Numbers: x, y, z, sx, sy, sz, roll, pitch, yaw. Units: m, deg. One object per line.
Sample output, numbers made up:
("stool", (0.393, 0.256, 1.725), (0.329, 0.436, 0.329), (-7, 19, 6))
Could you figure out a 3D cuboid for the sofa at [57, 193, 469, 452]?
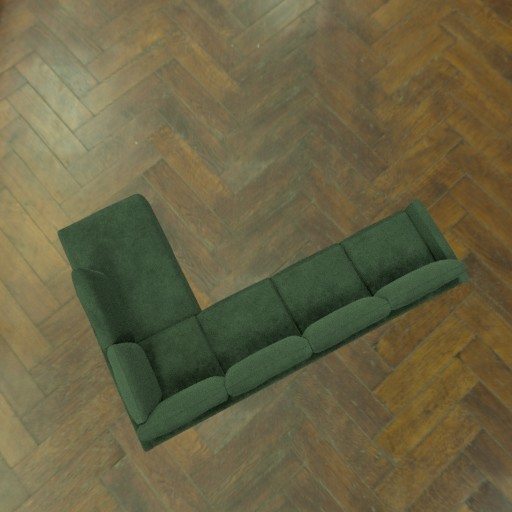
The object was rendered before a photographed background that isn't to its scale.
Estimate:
("sofa", (0.000, 0.000, 3.242), (2.486, 0.687, 1.707), (-26, 77, -6))
